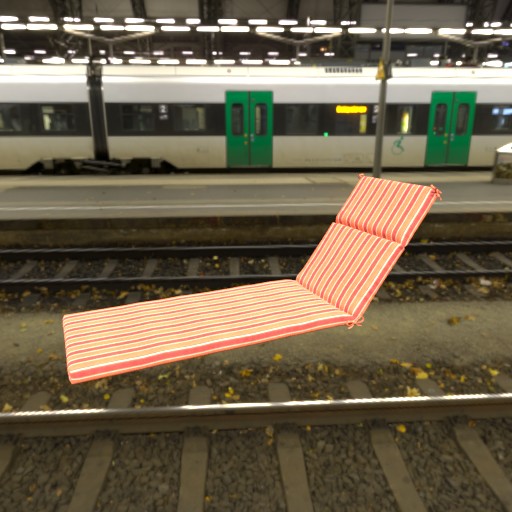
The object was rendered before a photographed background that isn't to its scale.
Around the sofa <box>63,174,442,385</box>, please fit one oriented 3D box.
[{"bbox_3d":[0.000,0.000,2.010,1.663,0.622,0.582,-8,18,-24],"label":"sofa"}]
